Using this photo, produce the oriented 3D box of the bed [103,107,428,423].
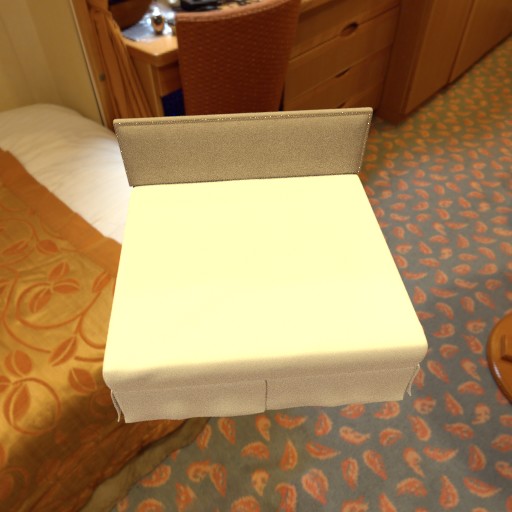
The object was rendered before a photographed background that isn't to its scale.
[{"bbox_3d":[0.000,0.000,3.390,2.170,1.346,1.914,-4,47,-4],"label":"bed"}]
